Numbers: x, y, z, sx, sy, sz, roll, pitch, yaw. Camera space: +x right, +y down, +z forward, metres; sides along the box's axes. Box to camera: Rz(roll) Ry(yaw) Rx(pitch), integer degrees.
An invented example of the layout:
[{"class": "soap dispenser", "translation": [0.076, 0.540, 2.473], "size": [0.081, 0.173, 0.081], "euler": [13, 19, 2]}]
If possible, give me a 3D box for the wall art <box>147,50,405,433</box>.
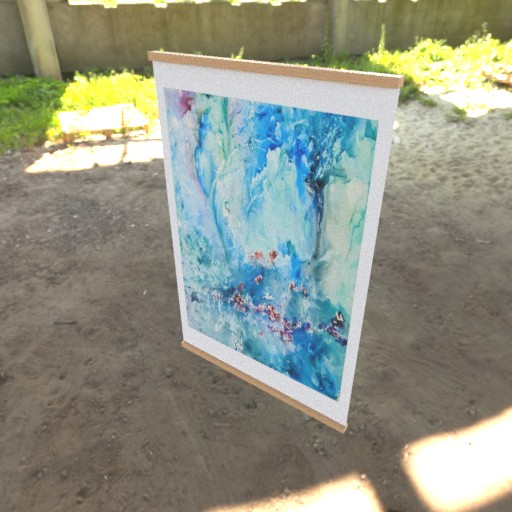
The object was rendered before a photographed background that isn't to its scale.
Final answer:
[{"class": "wall art", "translation": [0.000, 0.000, 1.260], "size": [0.669, 1.020, 0.027], "euler": [20, 37, 29]}]
